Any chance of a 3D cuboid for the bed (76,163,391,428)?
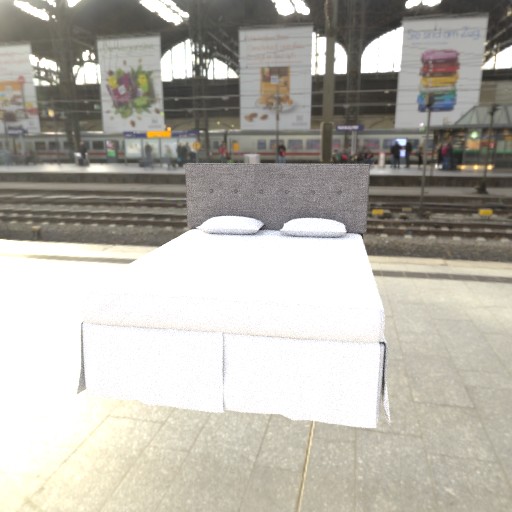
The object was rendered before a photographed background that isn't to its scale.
[{"bbox_3d":[0.000,0.000,3.003,1.621,1.168,1.958,2,14,10],"label":"bed"}]
